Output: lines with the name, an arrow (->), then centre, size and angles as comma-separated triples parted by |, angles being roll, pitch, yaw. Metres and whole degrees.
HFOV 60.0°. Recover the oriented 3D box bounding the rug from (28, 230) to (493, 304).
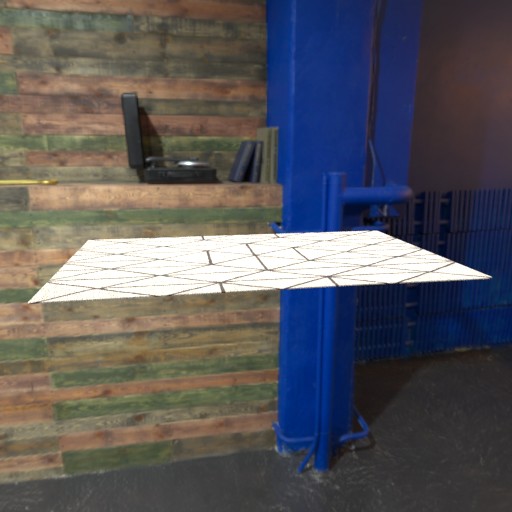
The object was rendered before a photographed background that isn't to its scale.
rug -> 0.000, 0.000, 3.035 | 2.465, 0.008, 1.526 | -2, 14, -10
